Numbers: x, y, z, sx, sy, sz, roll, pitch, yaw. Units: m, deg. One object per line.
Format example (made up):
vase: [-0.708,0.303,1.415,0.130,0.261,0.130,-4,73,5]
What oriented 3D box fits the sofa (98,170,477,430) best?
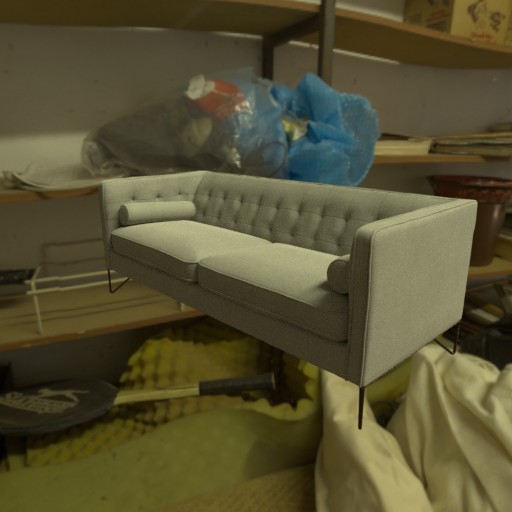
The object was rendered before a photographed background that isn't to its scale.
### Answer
sofa: [0.000,0.000,2.576,0.912,0.798,2.079,-15,22,-42]
